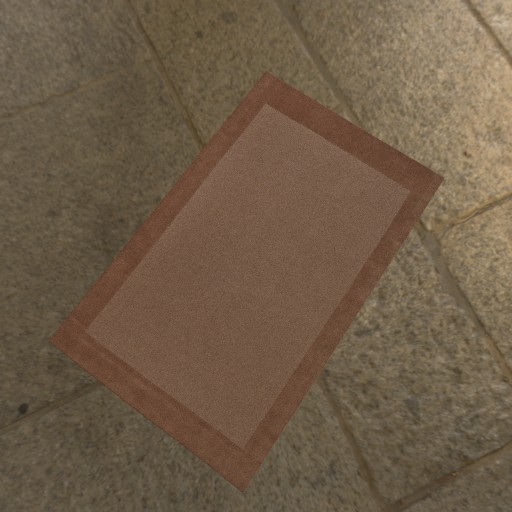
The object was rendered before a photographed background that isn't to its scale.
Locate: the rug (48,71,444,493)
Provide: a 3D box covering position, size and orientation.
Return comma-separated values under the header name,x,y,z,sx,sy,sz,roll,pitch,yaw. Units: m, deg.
name,x,y,z,sx,sy,sz,roll,pitch,yaw
rug,0.000,0.000,2.960,1.524,0.014,2.438,34,78,8
